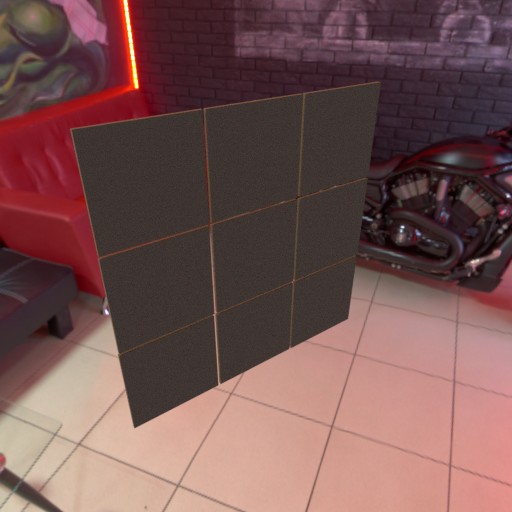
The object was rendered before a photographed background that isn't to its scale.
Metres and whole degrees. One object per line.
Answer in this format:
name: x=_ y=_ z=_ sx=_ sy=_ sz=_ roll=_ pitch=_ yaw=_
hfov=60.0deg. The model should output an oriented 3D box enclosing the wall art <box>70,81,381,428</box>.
wall art: x=0.000 y=0.000 z=2.253 sx=1.527 sy=1.521 sz=0.017 roll=-20 pitch=36 yaw=-30
